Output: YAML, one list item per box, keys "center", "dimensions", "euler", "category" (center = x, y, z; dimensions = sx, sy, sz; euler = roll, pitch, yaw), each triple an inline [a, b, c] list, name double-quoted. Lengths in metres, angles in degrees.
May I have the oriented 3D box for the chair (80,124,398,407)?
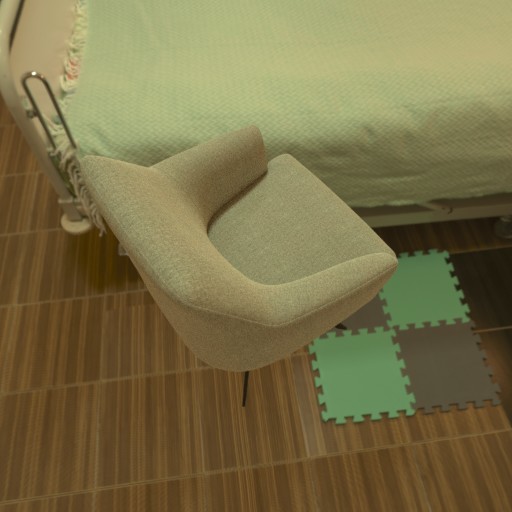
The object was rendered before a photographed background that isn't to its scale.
- center: [0.000, 0.000, 1.317]
  dimensions: [0.677, 0.874, 0.642]
  euler: [-32, 64, -18]
  category: "chair"
